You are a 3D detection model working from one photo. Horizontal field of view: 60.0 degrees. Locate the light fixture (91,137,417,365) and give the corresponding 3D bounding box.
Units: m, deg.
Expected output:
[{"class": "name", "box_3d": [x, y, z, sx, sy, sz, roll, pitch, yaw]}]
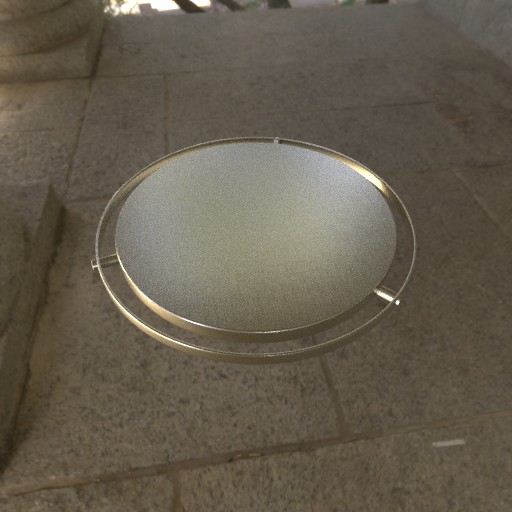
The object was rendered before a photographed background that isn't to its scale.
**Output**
[{"class": "light fixture", "box_3d": [0.000, 0.000, 0.556, 0.361, 0.130, 0.361, 0, 46, 0]}]
